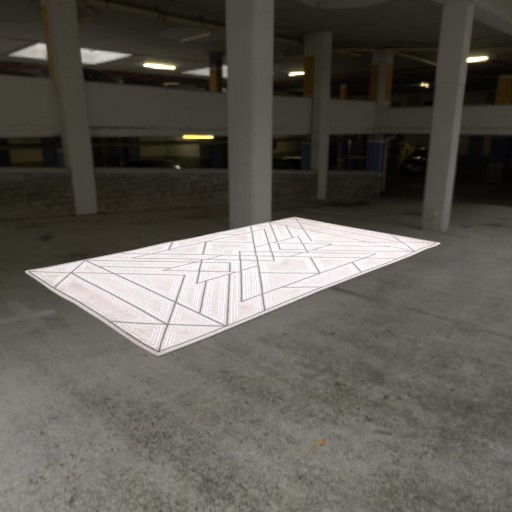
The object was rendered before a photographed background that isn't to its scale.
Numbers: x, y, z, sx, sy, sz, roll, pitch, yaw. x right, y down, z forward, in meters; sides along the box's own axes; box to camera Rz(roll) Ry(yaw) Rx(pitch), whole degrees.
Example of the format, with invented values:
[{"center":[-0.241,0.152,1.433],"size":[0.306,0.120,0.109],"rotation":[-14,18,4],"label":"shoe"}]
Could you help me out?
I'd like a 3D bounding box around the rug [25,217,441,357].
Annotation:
[{"center":[0.000,0.000,1.049],"size":[0.869,0.008,0.511],"rotation":[-15,22,-42],"label":"rug"}]
